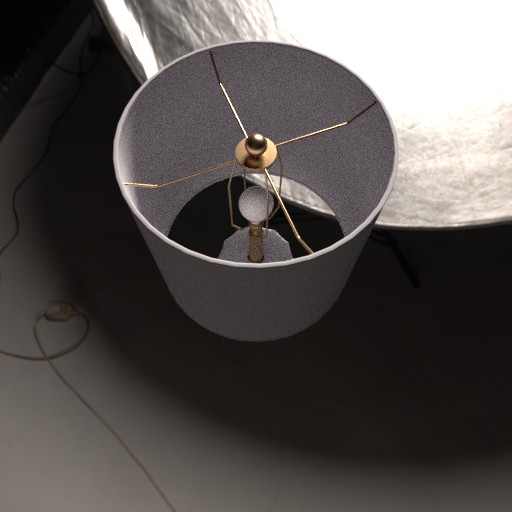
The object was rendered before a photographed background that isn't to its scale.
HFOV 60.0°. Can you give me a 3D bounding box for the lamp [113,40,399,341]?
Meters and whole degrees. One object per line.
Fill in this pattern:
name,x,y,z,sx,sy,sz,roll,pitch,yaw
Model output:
lamp,0.000,0.000,0.674,0.277,0.537,0.277,15,66,7
